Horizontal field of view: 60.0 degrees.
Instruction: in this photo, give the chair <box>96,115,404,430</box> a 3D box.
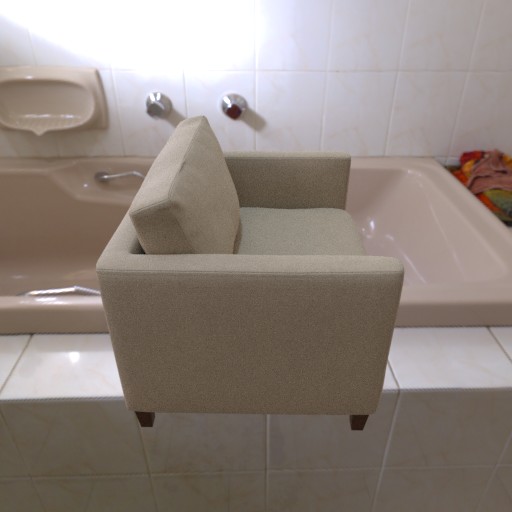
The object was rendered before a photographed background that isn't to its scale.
[{"bbox_3d":[0.000,0.000,1.882,0.959,0.961,1.107,1,32,1],"label":"chair"}]
